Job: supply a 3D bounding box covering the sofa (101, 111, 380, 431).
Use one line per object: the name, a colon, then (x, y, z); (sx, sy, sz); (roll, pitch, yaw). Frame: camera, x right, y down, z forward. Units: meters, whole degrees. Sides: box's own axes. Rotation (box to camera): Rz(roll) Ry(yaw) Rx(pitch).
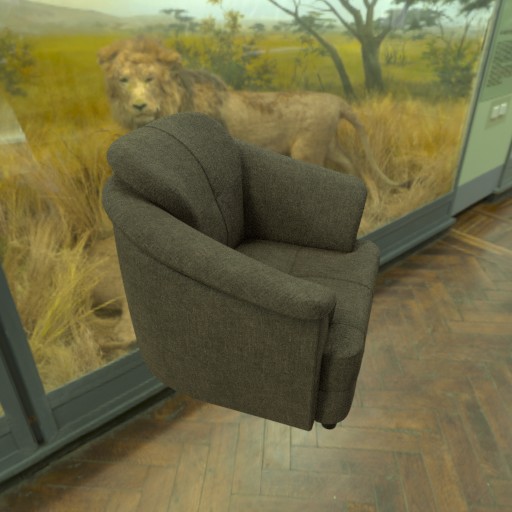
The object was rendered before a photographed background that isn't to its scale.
sofa: (0.000, 0.000, 1.486); (0.794, 0.811, 0.870); (10, 32, 16)
